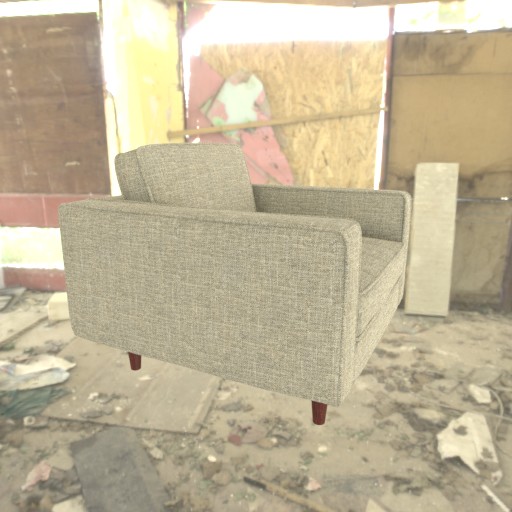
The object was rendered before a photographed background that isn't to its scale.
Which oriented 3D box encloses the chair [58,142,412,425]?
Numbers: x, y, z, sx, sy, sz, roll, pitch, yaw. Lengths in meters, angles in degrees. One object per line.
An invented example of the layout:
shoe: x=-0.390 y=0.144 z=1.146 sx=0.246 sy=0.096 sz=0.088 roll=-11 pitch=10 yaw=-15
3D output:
chair: x=0.000 y=0.000 z=1.542 sx=0.914 sy=0.765 sz=0.889 roll=7 pitch=16 yaw=26
